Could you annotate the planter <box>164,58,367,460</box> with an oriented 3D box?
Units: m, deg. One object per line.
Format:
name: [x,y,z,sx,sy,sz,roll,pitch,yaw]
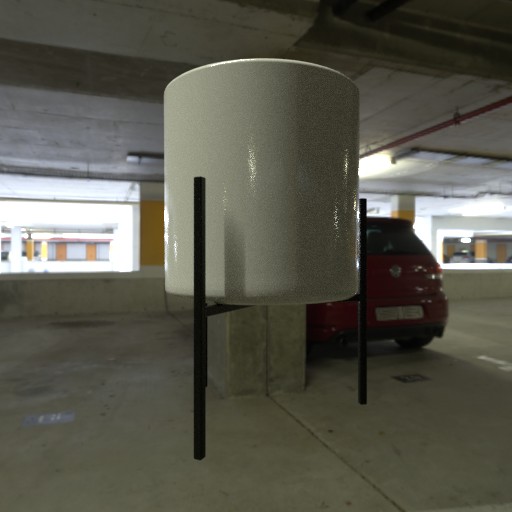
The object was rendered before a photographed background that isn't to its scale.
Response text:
planter: [0.000,0.000,0.513,0.239,0.356,0.239,0,0,-37]
